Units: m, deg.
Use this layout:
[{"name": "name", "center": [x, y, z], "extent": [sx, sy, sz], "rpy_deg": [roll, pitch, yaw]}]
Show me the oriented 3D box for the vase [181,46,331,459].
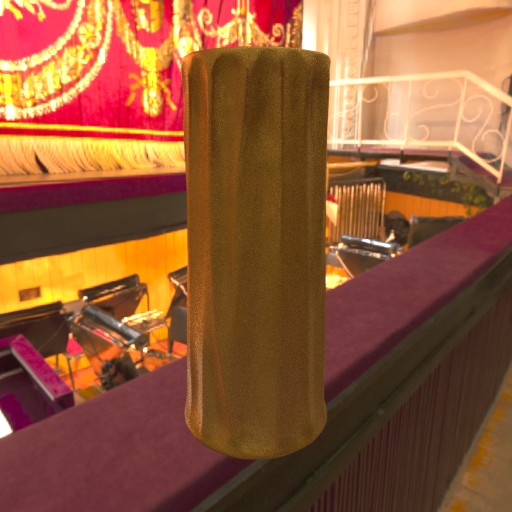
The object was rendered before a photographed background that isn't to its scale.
[{"name": "vase", "center": [0.000, 0.000, 0.174], "extent": [0.061, 0.143, 0.061], "rpy_deg": [0, 16, 0]}]
